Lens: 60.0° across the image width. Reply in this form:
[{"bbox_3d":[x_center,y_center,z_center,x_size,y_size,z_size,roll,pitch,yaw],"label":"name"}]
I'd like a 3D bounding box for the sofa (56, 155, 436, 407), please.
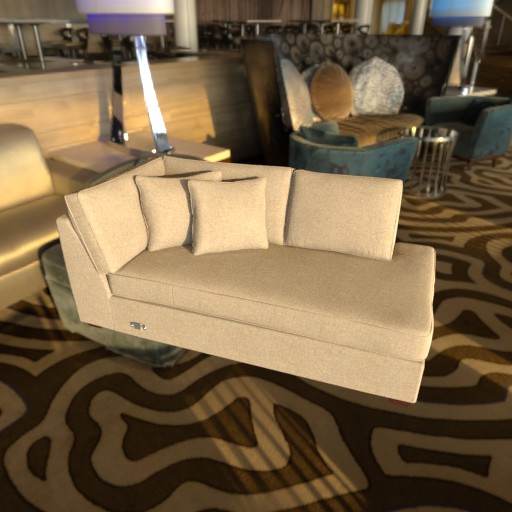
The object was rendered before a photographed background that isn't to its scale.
[{"bbox_3d":[0.000,0.000,2.920,2.238,1.019,1.110,9,29,17],"label":"sofa"}]
